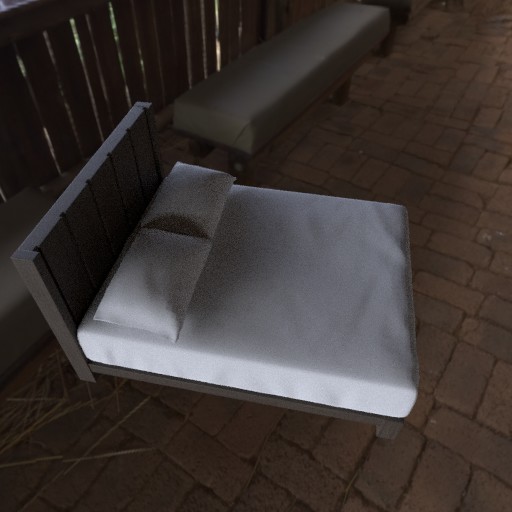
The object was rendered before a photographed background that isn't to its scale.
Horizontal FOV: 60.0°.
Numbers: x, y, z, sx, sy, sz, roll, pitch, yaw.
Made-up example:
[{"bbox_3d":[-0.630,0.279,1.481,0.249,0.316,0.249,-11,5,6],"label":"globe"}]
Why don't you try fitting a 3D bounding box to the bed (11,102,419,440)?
[{"bbox_3d":[0.000,0.000,3.181,2.242,1.270,1.727,8,46,8],"label":"bed"}]
